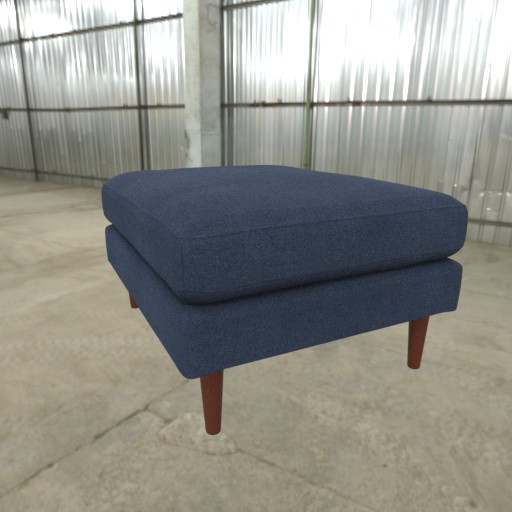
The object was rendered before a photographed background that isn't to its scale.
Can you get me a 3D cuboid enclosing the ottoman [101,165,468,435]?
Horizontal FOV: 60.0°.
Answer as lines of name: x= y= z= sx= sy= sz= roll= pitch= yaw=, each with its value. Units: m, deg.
ottoman: x=0.000 y=0.000 z=1.239 sx=0.693 sy=0.474 sz=0.821 roll=-8 pitch=18 yaw=-26
